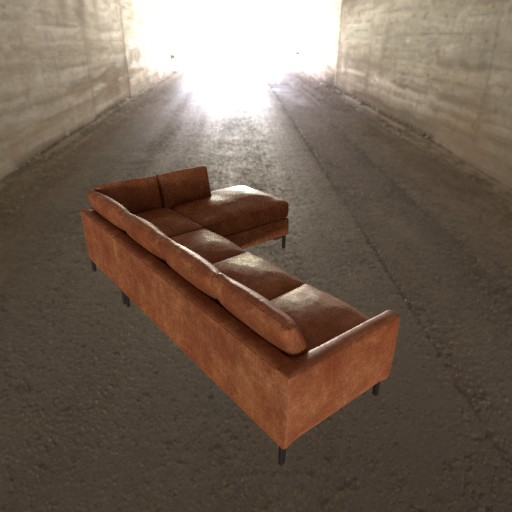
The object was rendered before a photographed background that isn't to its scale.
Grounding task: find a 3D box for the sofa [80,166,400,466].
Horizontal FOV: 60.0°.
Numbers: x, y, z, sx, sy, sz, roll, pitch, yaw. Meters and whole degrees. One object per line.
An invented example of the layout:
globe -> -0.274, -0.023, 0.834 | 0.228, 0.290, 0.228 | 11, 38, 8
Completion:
sofa -> 0.000, 0.000, 3.756 | 1.938, 0.877, 2.984 | -19, 32, -34
